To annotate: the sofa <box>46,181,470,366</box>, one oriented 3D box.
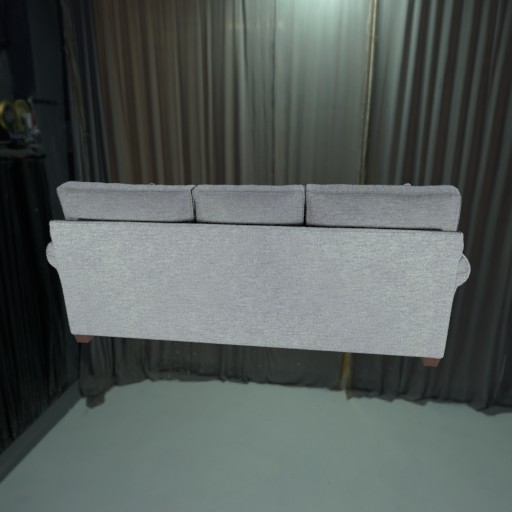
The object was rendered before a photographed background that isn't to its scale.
[{"bbox_3d":[0.000,0.000,2.784,2.312,0.975,0.965,2,16,8],"label":"sofa"}]
